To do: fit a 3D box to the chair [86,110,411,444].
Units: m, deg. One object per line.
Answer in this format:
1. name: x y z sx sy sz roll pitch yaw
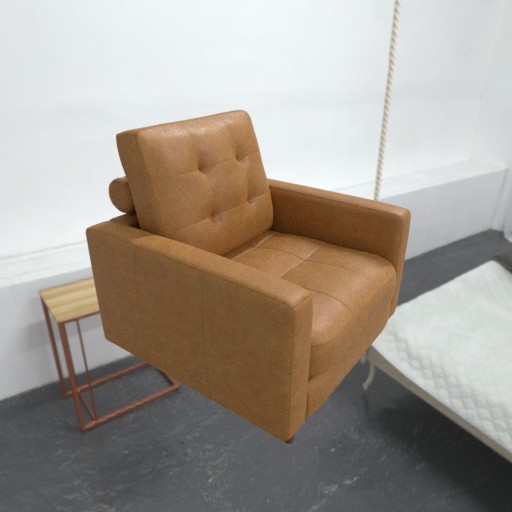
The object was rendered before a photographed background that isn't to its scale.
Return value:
1. chair: 0.000 0.000 1.562 0.868 0.896 0.831 18 31 32
